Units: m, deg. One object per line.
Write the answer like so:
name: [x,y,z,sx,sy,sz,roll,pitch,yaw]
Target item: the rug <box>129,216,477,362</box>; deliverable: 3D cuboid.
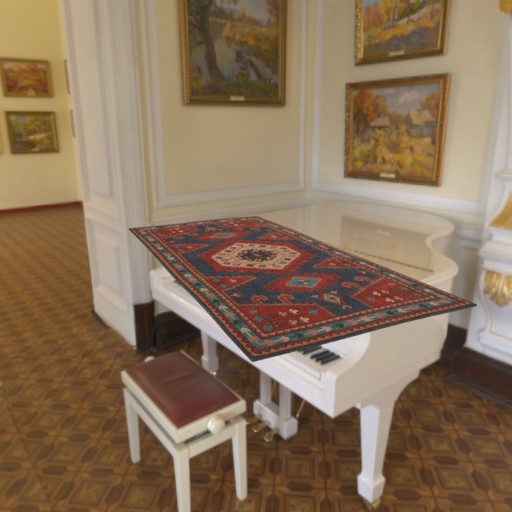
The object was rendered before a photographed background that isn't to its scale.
rug: [0.000,0.000,3.682,1.522,0.034,3.032,-8,18,-25]
